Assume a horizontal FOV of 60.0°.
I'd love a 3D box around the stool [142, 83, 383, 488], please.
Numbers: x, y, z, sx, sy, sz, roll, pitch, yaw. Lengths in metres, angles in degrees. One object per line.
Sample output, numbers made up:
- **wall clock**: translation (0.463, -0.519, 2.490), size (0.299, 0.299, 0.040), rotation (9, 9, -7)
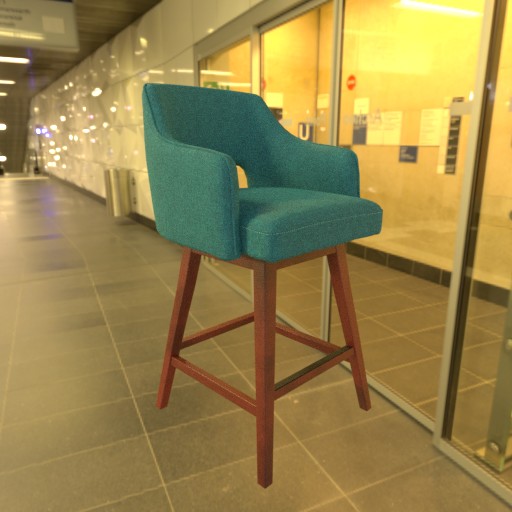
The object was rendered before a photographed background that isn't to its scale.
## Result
- **stool**: translation (0.000, 0.000, 1.280), size (0.548, 0.961, 0.556), rotation (-14, 20, -43)
